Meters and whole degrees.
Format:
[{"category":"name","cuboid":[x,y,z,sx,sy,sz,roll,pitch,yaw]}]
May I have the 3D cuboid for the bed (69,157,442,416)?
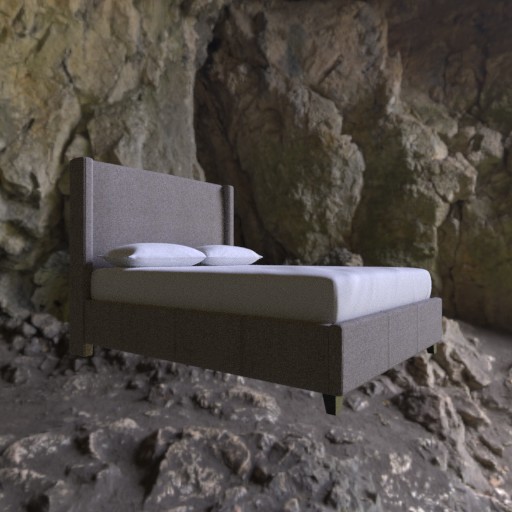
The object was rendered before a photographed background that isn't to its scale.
[{"category":"bed","cuboid":[0.000,0.000,3.349,2.245,1.476,1.714,0,0,37]}]
